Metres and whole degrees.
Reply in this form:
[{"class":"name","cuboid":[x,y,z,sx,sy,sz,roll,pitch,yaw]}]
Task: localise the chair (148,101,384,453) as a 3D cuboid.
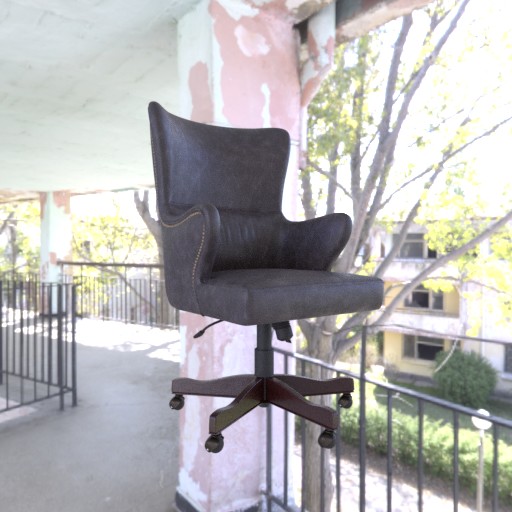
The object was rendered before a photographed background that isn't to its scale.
[{"class":"chair","cuboid":[0.000,0.000,1.464,0.594,1.037,0.717,-1,1,-37]}]
